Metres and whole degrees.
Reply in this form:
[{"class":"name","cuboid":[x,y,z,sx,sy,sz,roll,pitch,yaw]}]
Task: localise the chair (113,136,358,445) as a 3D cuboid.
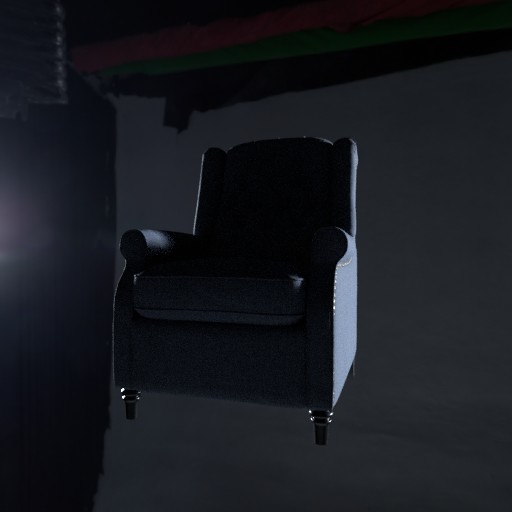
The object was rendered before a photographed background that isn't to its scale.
[{"class":"chair","cuboid":[0.000,0.000,1.656,0.742,1.035,0.898,0,1,18]}]
